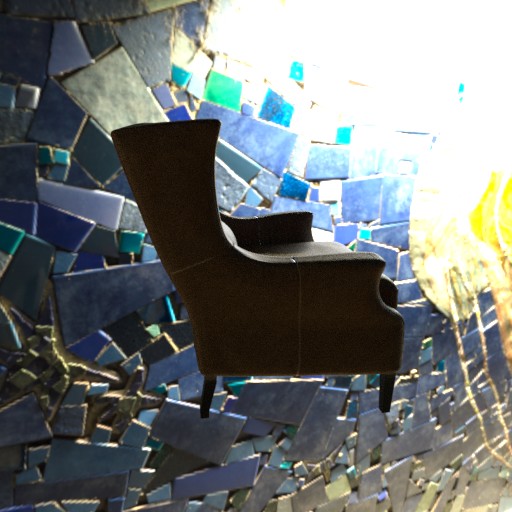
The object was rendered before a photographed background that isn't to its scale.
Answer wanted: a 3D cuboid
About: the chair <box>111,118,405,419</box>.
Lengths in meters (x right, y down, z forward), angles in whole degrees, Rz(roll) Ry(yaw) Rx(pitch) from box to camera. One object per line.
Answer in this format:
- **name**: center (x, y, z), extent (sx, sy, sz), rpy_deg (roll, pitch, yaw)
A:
- **chair**: center (0.000, 0.000, 1.726), extent (0.925, 1.016, 0.852), rpy_deg (-3, 17, -10)
